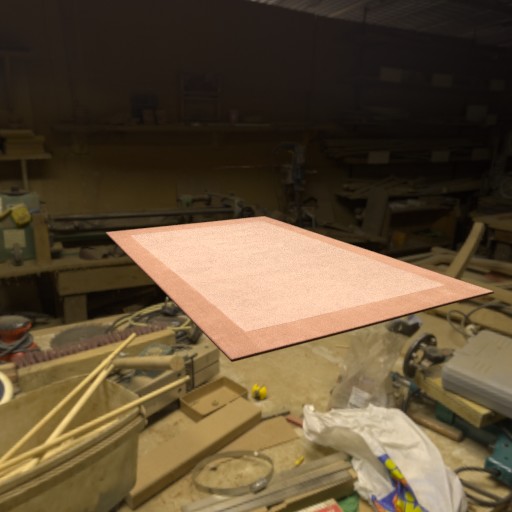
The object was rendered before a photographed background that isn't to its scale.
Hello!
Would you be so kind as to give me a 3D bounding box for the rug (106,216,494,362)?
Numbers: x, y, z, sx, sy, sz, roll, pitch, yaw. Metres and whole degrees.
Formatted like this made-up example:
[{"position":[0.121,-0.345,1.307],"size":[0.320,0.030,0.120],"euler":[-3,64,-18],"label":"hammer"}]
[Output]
[{"position":[0.000,0.000,3.009],"size":[1.524,0.014,2.438],"euler":[-8,18,-27],"label":"rug"}]
